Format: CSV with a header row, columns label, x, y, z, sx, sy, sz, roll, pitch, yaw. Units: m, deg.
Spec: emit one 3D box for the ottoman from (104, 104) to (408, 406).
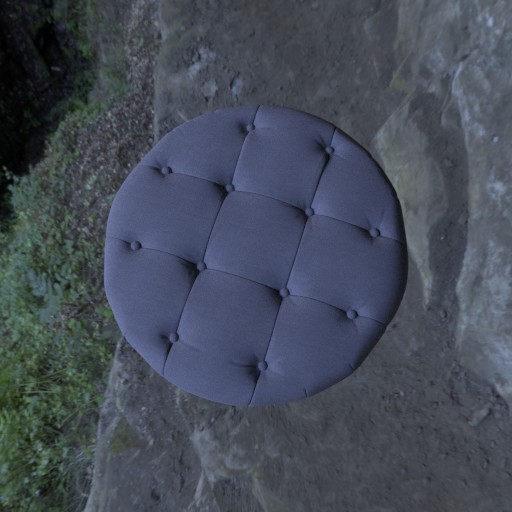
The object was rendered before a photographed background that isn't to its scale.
label,x,y,z,sx,sy,sz,roll,pitch,yaw
ottoman,0.000,0.000,1.425,0.901,0.439,0.901,0,75,0
